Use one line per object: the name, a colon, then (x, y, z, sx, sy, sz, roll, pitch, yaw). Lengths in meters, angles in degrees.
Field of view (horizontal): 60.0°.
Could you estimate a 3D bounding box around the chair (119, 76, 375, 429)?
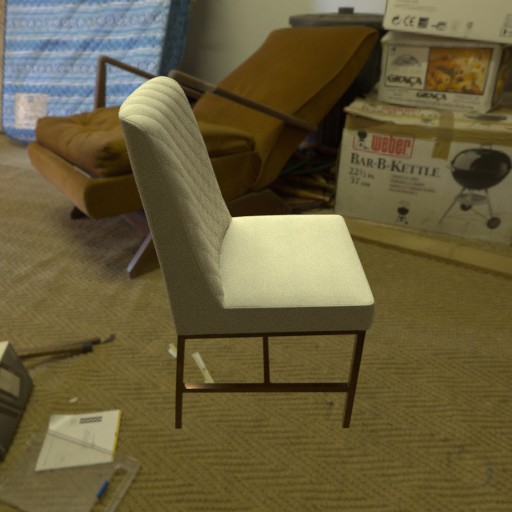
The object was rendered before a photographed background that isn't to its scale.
chair: (0.000, 0.000, 1.295, 0.597, 0.933, 0.503, 0, 32, 0)
